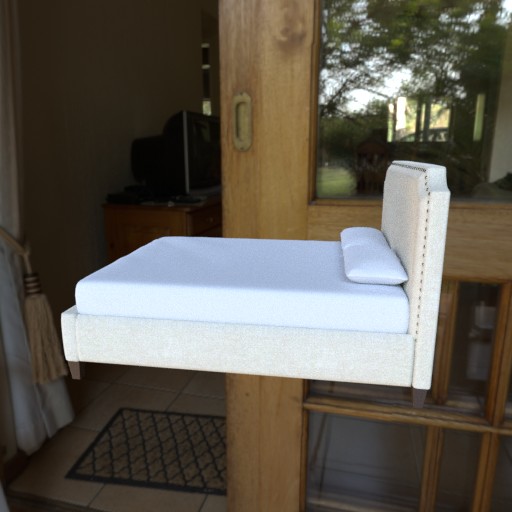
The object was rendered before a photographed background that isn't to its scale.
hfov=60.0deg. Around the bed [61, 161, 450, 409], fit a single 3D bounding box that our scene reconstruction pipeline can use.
[{"bbox_3d":[0.000,0.000,3.507,2.381,1.457,1.713,2,14,9],"label":"bed"}]
